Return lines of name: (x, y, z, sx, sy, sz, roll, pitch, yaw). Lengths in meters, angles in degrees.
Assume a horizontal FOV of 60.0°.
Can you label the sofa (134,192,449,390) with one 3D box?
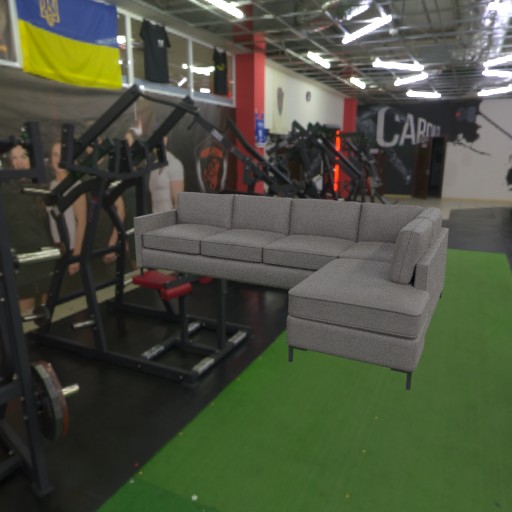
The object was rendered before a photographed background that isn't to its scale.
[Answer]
sofa: (0.000, 0.000, 4.314, 3.331, 0.964, 2.077, 7, 15, 27)
